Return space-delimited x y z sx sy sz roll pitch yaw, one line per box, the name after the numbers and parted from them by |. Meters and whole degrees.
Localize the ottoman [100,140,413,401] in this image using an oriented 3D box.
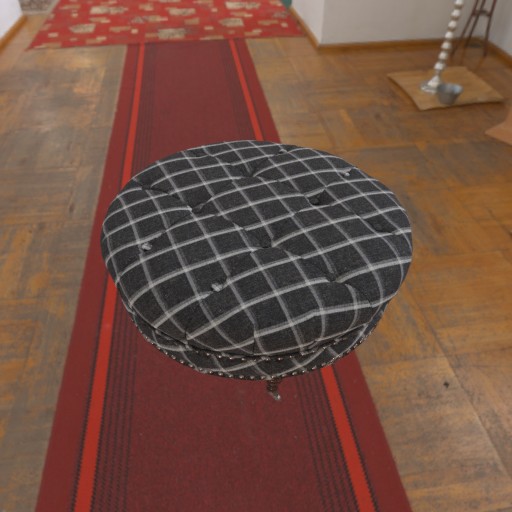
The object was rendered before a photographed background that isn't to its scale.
0.000 0.000 1.410 0.901 0.439 0.901 0 42 0 | ottoman
